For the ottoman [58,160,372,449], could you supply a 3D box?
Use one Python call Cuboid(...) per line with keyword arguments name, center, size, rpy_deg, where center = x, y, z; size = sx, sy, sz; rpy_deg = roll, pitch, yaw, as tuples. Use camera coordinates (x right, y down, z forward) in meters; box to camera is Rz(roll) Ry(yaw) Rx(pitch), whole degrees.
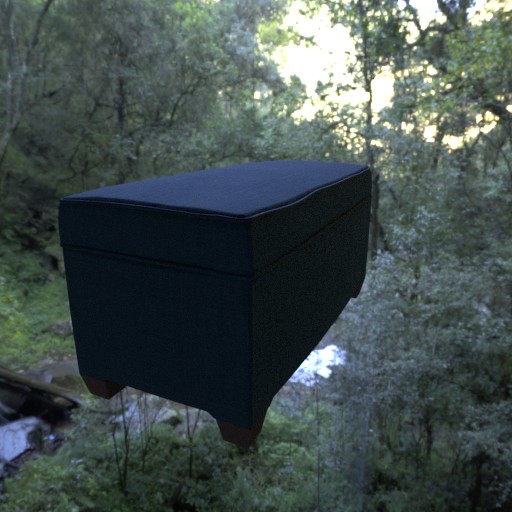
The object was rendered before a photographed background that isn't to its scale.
Cuboid(name="ottoman", center=(0.000, 0.000, 1.243), size=(0.474, 0.474, 0.943), rpy_deg=(8, 19, 25))
